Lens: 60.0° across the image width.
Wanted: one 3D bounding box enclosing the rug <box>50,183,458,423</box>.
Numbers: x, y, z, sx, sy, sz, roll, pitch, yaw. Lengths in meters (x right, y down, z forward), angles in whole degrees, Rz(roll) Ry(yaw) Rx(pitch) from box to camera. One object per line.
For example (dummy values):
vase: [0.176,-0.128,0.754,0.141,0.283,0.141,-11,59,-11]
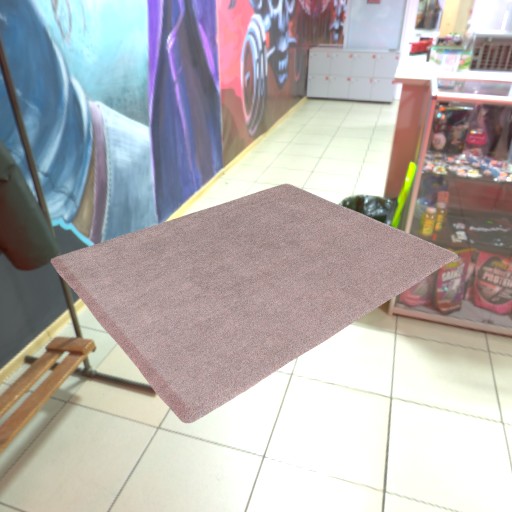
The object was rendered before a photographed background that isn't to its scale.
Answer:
rug: [0.000,0.000,3.996,2.933,0.027,2.332,-23,38,-33]
